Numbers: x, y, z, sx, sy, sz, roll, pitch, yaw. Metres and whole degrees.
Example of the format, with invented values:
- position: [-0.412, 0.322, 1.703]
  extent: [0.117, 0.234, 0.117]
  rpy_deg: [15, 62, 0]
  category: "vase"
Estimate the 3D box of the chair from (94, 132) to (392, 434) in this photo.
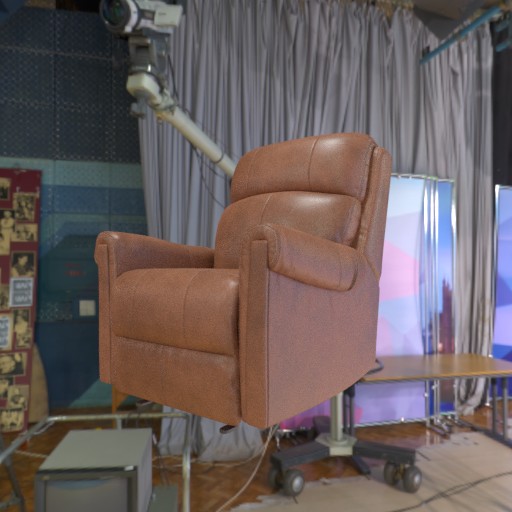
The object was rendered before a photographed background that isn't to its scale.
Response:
- position: [0.000, 0.000, 1.763]
  extent: [0.838, 1.054, 1.014]
  rpy_deg: [0, 0, 37]
  category: "chair"
